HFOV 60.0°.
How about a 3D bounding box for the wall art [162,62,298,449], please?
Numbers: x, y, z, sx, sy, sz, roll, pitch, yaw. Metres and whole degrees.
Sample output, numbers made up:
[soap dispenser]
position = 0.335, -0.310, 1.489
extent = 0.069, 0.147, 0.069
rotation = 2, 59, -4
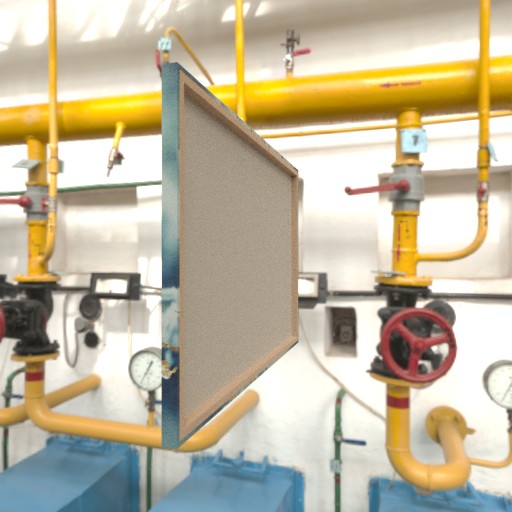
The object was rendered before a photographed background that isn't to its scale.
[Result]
[wall art]
position = 0.000, 0.000, 1.416
extent = 0.035, 0.759, 1.138
rotation = 0, 0, 17
